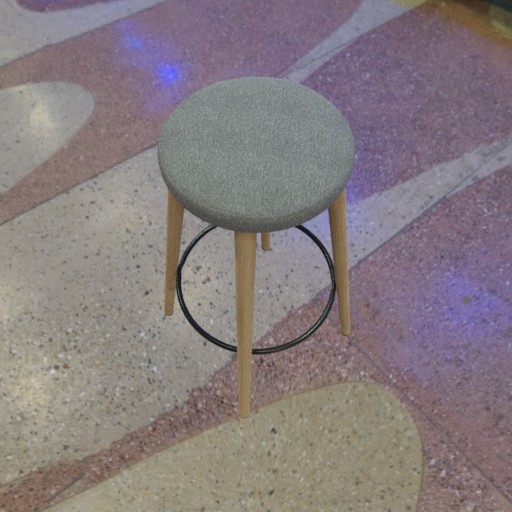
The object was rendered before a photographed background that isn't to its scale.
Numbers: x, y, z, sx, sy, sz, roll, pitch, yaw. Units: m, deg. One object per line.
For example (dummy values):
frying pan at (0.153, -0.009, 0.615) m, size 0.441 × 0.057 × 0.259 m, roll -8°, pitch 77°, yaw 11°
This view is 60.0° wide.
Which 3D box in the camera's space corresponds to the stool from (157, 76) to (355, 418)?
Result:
stool at (0.000, 0.000, 1.021) m, size 0.410 × 0.770 × 0.410 m, roll -34°, pitch 64°, yaw -19°
